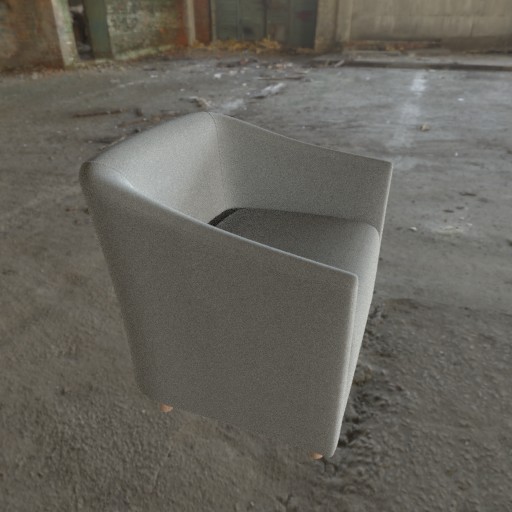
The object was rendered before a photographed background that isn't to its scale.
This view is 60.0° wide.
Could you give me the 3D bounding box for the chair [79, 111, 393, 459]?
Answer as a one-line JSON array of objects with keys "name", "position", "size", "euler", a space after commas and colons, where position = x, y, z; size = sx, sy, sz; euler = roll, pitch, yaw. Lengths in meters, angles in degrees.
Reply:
[{"name": "chair", "position": [0.000, 0.000, 1.352], "size": [0.700, 0.720, 0.790], "euler": [10, 31, 17]}]
